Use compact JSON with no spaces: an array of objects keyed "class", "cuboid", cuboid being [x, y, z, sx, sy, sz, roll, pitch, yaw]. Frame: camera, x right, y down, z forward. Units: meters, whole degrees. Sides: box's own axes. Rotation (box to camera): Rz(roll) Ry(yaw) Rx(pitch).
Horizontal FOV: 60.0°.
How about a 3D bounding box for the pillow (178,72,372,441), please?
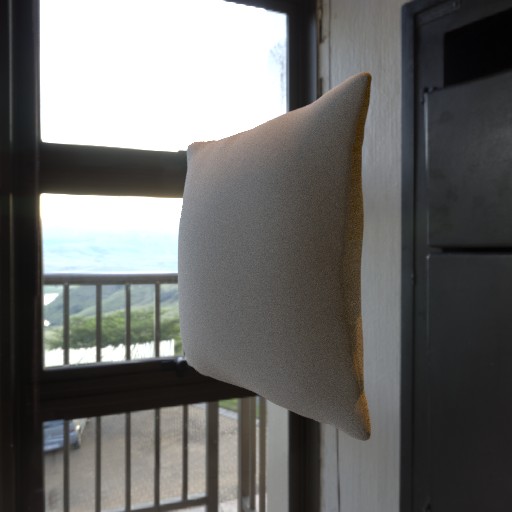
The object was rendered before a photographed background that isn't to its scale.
[{"class":"pillow","cuboid":[0.000,0.000,0.713,0.211,0.450,0.450,0,0,-37]}]
